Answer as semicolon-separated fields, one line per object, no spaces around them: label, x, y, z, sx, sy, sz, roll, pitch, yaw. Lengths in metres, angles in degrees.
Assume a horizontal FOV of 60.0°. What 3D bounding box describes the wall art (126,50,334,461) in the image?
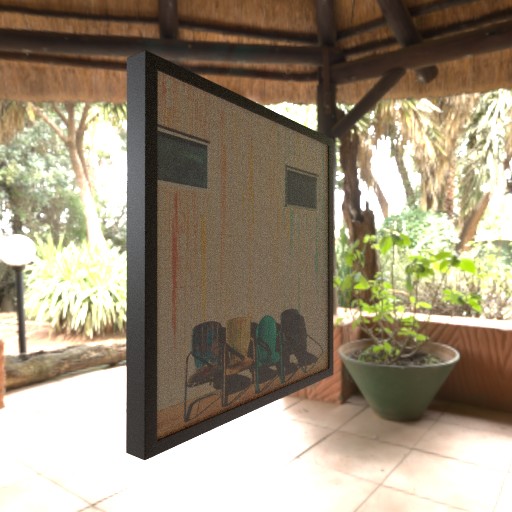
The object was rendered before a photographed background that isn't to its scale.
wall art;0.000;0.000;0.759;0.037;0.506;0.506;0;-1;37
